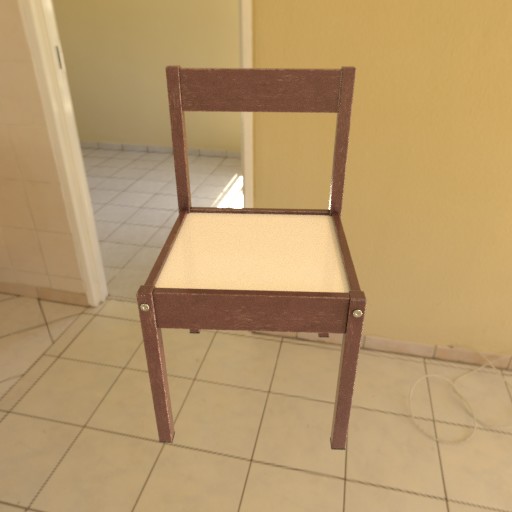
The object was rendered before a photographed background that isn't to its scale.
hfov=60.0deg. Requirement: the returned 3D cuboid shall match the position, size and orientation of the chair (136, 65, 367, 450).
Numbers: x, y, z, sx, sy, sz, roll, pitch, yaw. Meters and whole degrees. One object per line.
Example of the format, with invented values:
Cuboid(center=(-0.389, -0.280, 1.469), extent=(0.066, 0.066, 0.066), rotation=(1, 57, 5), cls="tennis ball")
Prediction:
Cuboid(center=(0.000, 0.000, 0.673), extent=(0.285, 0.505, 0.285), rotation=(1, 29, 2), cls="chair")
